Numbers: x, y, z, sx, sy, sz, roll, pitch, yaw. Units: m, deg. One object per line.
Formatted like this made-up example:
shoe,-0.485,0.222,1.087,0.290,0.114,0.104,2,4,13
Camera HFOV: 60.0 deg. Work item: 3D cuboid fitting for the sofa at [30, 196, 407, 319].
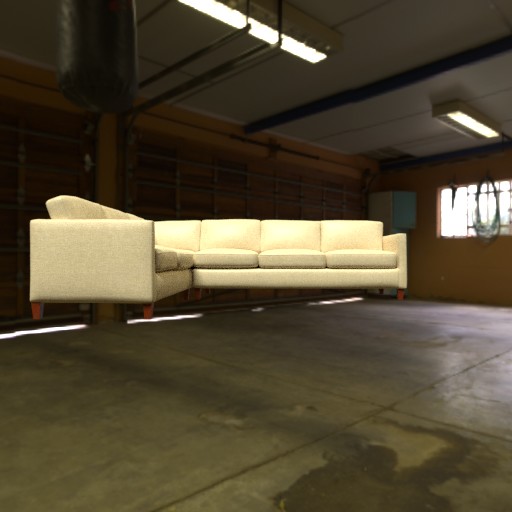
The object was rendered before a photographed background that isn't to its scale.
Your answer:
sofa,0.000,0.000,4.468,3.302,0.947,2.593,0,0,1
